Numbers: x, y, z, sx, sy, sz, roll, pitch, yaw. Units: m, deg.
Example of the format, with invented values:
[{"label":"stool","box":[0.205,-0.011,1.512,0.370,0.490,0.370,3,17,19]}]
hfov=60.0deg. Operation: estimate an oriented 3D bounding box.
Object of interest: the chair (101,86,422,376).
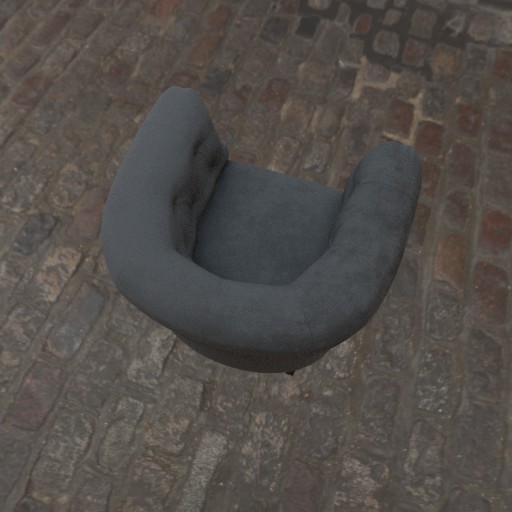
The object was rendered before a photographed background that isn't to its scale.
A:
[{"label":"chair","box":[0.000,0.000,1.610,0.904,0.826,0.851,17,65,8]}]
